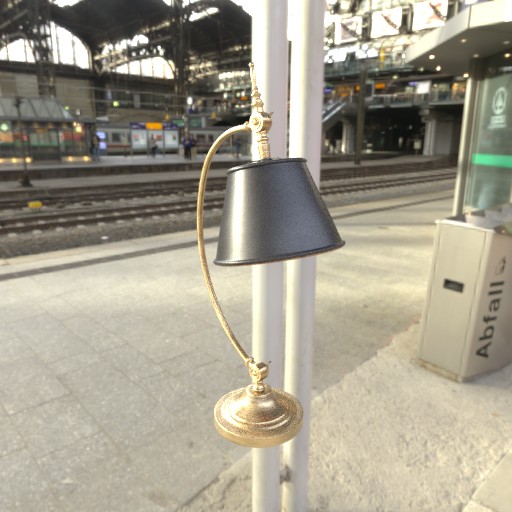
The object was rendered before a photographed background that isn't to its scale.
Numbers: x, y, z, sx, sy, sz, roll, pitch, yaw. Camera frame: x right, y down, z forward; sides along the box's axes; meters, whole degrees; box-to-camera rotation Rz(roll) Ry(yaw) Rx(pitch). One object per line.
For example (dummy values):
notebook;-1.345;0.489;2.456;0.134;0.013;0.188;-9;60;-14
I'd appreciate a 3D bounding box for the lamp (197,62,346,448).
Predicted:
lamp;0.000;0.000;0.829;0.235;0.675;0.344;-14;20;-42
